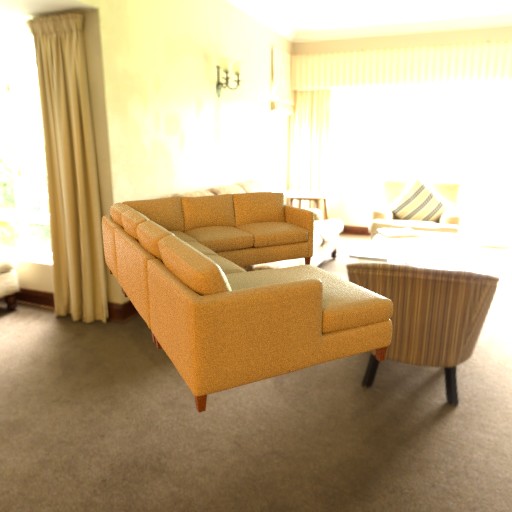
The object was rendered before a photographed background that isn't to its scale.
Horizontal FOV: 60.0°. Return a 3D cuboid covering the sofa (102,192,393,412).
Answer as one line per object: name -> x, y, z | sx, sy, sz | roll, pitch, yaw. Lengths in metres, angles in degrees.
sofa -> 0.000, 0.000, 4.636 | 2.594, 0.961, 3.460 | -7, 16, -26
